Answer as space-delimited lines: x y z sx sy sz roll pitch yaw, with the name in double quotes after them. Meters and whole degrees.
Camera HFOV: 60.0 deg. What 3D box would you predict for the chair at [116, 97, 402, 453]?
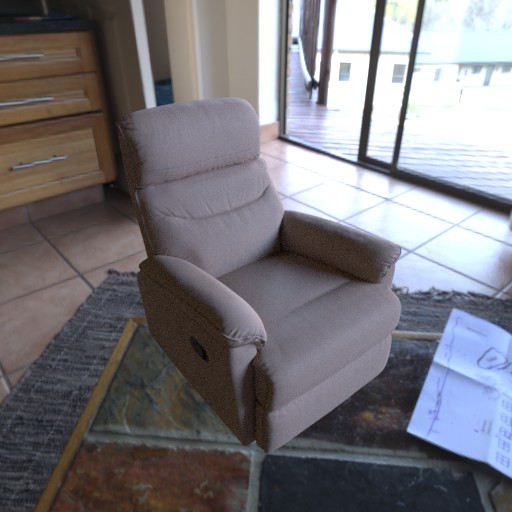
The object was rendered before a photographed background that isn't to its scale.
0.000 0.000 1.739 0.820 1.037 1.004 -22 37 -33 "chair"
